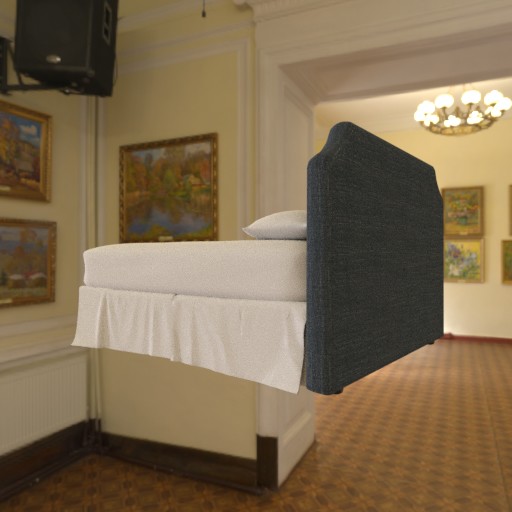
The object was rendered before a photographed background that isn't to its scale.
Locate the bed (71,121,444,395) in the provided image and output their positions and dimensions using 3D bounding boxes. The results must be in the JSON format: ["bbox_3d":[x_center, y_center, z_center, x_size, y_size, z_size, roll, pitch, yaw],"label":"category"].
[{"bbox_3d":[0.000,0.000,3.304,2.208,1.297,1.828,0,0,38],"label":"bed"}]
